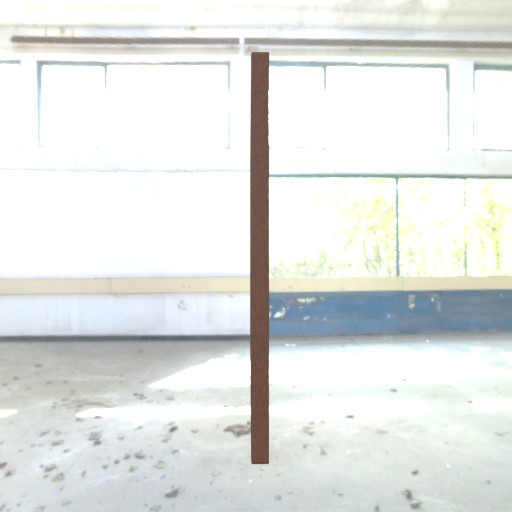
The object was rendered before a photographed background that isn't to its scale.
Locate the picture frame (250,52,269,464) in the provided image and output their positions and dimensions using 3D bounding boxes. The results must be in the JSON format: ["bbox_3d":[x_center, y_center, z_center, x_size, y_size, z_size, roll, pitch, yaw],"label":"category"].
[{"bbox_3d":[0.000,0.000,1.757,0.045,1.018,1.329,0,1,-1],"label":"picture frame"}]
